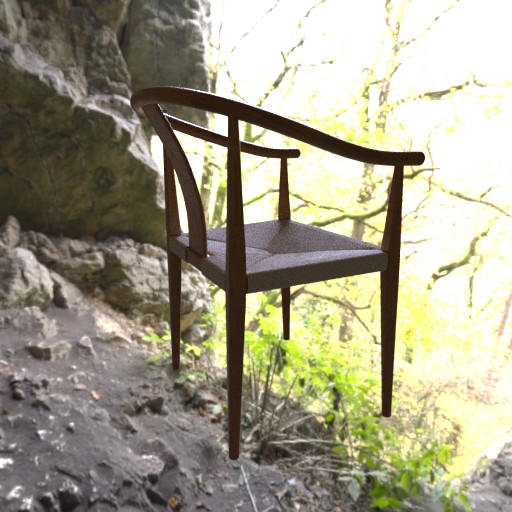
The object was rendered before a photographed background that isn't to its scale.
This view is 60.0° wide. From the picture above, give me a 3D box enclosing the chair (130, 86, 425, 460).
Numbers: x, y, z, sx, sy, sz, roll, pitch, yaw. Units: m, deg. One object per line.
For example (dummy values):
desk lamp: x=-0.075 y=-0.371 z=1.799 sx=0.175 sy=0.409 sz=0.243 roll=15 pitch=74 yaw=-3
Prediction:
chair: x=0.000 y=0.000 z=1.169 sx=0.579 sy=0.800 sz=0.556 roll=-7 pitch=16 yaw=-26
